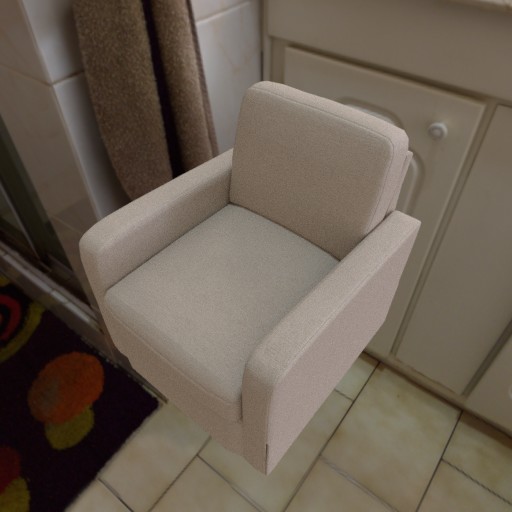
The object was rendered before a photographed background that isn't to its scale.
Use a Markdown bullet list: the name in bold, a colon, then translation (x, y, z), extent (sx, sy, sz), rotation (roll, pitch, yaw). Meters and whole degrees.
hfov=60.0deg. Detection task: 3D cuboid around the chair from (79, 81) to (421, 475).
- **chair**: translation (0.000, 0.000, 1.456), extent (0.755, 0.827, 0.888), rotation (31, 53, 26)
